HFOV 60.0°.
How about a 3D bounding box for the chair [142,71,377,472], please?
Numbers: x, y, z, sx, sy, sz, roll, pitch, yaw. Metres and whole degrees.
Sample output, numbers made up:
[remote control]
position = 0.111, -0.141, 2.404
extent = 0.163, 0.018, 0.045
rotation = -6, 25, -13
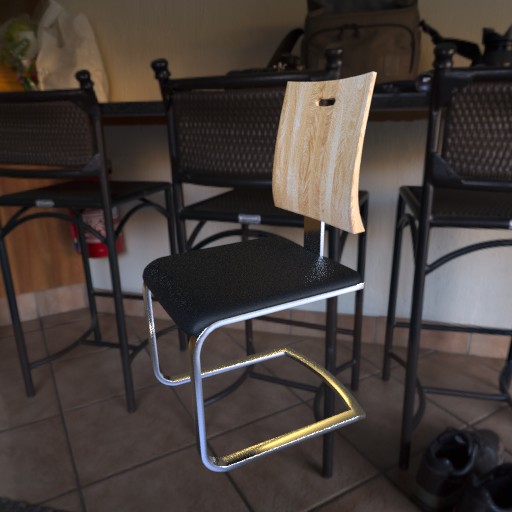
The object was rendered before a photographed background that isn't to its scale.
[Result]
[chair]
position = 0.000, 0.000, 1.229
extent = 0.560, 0.936, 0.462
rotation = -9, 20, -26
